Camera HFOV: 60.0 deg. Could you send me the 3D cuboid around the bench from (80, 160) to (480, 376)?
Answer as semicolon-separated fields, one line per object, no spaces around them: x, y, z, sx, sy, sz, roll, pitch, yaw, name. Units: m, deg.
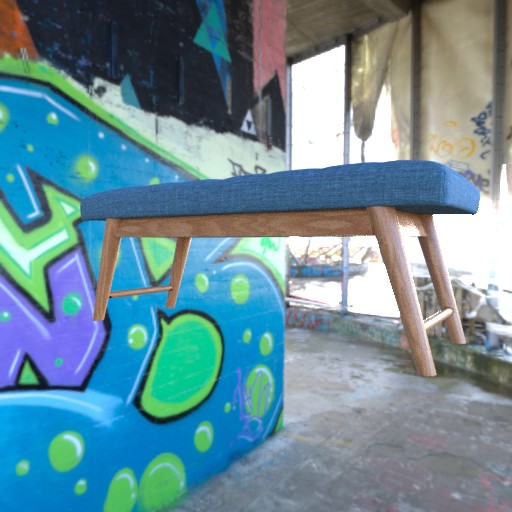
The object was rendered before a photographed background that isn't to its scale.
0.000;0.000;1.288;1.118;0.432;0.406;1;2;35;bench
